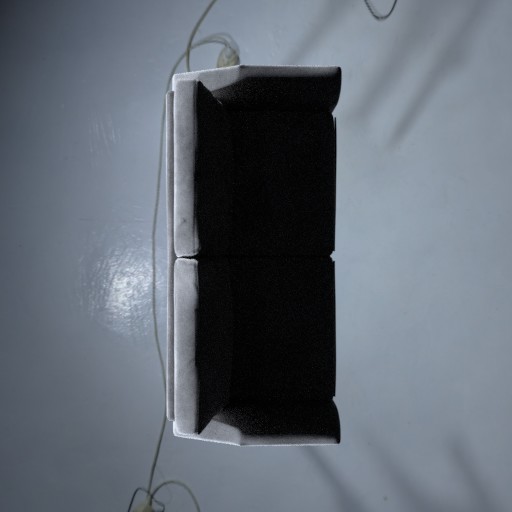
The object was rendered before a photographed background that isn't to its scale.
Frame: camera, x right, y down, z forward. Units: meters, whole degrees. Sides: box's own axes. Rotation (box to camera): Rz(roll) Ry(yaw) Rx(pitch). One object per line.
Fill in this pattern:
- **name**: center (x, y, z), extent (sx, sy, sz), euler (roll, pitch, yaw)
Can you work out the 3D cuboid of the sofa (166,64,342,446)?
- **sofa**: center (0.000, 0.000, 2.292), extent (0.849, 0.859, 1.837), euler (0, 91, -1)
